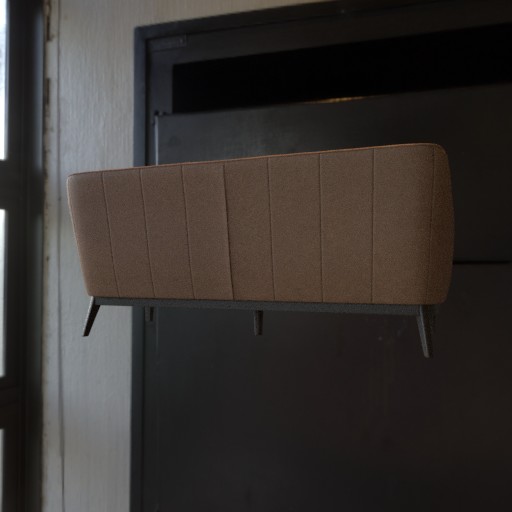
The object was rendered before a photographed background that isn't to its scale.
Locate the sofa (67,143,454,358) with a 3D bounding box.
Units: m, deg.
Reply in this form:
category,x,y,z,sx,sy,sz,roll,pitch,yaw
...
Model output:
category,x,y,z,sx,sy,sz,roll,pitch,yaw
sofa,0.000,0.000,2.307,1.928,0.830,0.869,-1,-2,19
